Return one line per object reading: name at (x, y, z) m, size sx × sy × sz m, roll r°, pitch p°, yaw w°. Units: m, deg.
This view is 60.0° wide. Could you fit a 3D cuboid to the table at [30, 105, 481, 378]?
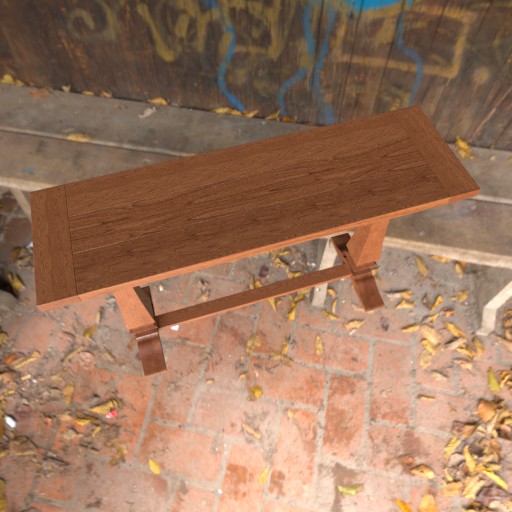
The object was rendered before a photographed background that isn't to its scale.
table at (0.000, 0.000, 1.878) m, size 1.478 × 0.852 × 0.461 m, roll -15°, pitch 60°, yaw -9°
